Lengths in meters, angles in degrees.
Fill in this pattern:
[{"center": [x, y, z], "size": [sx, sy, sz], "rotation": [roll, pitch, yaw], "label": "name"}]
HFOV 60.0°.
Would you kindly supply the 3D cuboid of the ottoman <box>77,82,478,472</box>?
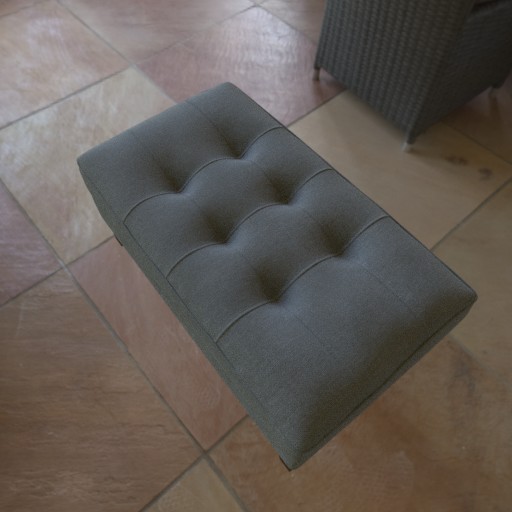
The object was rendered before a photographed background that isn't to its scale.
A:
[{"center": [0.000, 0.000, 1.455], "size": [0.648, 0.514, 1.143], "rotation": [-34, 64, -19], "label": "ottoman"}]
